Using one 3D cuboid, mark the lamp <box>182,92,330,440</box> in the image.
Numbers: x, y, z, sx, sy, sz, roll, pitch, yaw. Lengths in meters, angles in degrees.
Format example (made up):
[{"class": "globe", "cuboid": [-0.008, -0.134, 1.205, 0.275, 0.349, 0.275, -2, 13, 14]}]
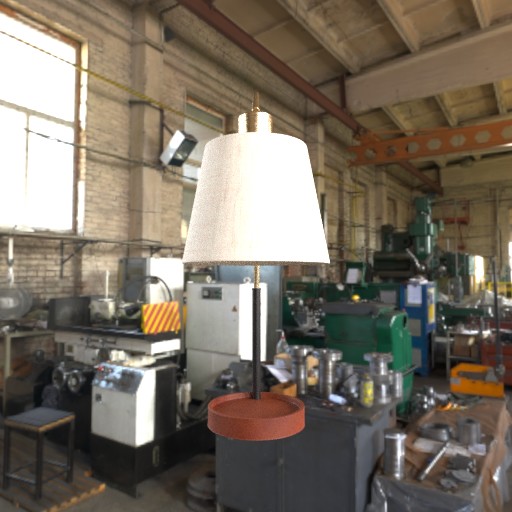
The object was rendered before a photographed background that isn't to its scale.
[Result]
[{"class": "lamp", "cuboid": [0.000, 0.000, 0.673, 0.211, 0.536, 0.273, 0, -3, 0]}]
